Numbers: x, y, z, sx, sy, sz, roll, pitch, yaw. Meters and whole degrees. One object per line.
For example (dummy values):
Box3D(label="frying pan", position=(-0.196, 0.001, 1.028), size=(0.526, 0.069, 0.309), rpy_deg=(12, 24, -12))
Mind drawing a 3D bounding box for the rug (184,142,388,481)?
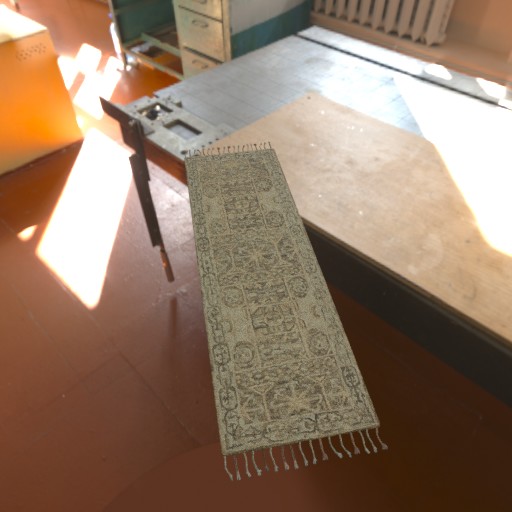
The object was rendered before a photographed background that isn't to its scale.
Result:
Box3D(label="rug", position=(0.000, 0.000, 2.895), size=(0.762, 0.011, 2.664), rpy_deg=(-8, 47, -7))
